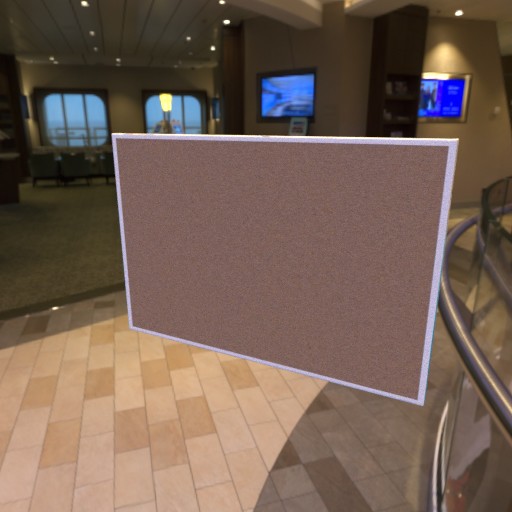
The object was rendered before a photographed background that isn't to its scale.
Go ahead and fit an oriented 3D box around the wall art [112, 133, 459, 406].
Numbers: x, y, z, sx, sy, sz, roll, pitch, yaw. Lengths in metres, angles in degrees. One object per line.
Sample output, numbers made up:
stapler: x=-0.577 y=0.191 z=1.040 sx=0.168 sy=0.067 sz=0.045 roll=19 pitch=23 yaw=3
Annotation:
wall art: x=0.000 y=0.000 z=1.466 sx=1.136 sy=0.769 sz=0.040 roll=8 pitch=19 yaw=26
